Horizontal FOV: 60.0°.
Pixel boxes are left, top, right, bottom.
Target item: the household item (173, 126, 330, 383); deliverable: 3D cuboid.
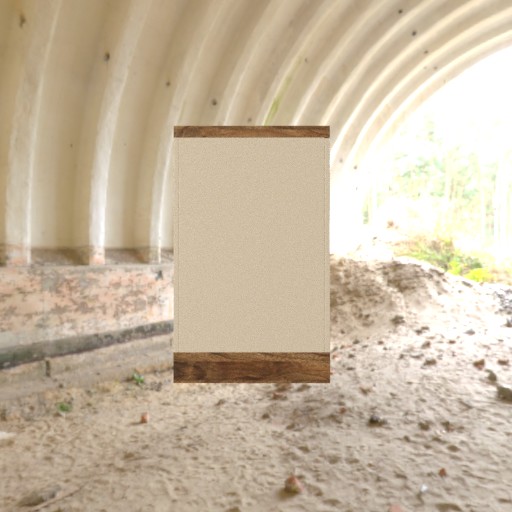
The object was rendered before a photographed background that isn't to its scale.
[{"bbox_3d":[0.000,0.000,1.958,0.390,0.615,1.800,0,0,0],"label":"household item"}]
